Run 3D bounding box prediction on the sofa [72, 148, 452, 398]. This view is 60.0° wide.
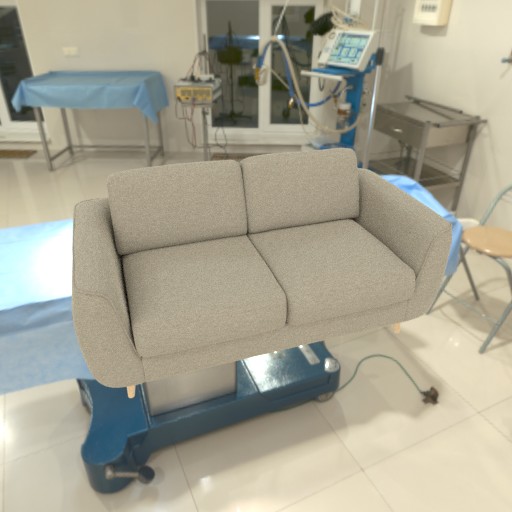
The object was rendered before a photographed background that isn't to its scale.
[{"bbox_3d":[0.000,0.000,2.230,1.700,0.850,0.920,-10,32,-16],"label":"sofa"}]
